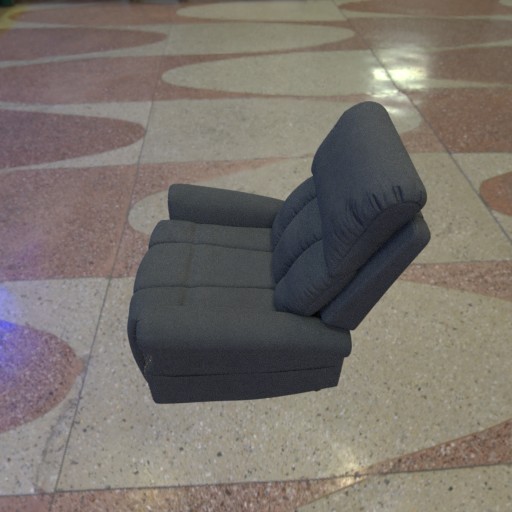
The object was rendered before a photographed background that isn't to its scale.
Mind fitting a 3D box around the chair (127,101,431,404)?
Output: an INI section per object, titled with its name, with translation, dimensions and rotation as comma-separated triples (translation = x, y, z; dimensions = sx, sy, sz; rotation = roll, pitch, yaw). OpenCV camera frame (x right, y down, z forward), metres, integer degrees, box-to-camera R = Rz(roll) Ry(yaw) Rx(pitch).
[chair]
translation = 0.000, 0.000, 1.732
dimensions = 0.979, 1.031, 0.871
rotation = 0, 43, 0
